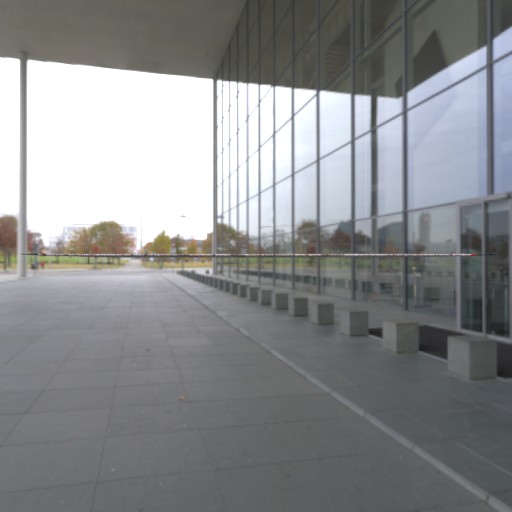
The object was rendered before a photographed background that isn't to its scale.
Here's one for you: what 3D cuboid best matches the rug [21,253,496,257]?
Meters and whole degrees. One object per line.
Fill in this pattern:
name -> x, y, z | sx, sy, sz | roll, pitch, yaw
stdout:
rug -> 0.000, 0.000, 2.275 | 1.848, 0.012, 1.217 | 0, -1, 0
